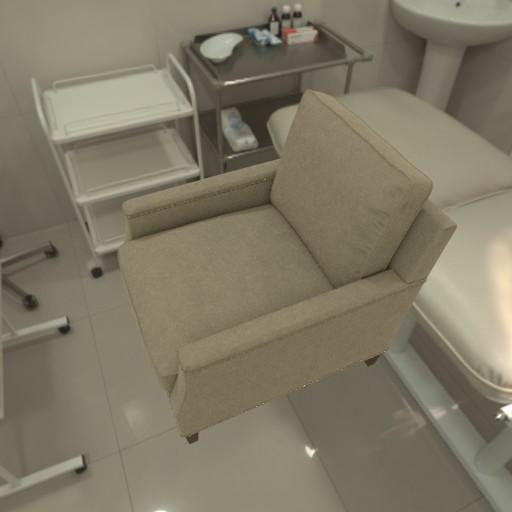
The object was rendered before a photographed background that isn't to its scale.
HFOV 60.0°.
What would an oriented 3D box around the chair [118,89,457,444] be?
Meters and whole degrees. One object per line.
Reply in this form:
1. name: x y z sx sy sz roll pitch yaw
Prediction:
1. chair: 0.000 0.000 1.737 1.014 0.943 0.853 -18 49 -16
